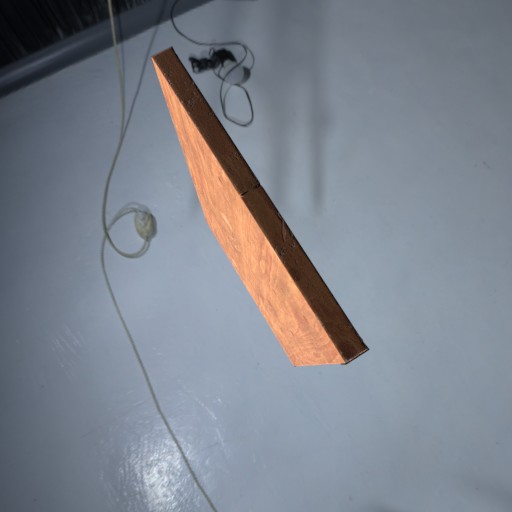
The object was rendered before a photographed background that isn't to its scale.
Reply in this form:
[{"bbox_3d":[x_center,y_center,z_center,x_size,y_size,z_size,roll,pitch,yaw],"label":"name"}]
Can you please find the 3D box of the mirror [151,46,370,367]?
[{"bbox_3d":[0.000,0.000,0.969,0.053,0.761,0.517,-30,78,-7],"label":"mirror"}]
